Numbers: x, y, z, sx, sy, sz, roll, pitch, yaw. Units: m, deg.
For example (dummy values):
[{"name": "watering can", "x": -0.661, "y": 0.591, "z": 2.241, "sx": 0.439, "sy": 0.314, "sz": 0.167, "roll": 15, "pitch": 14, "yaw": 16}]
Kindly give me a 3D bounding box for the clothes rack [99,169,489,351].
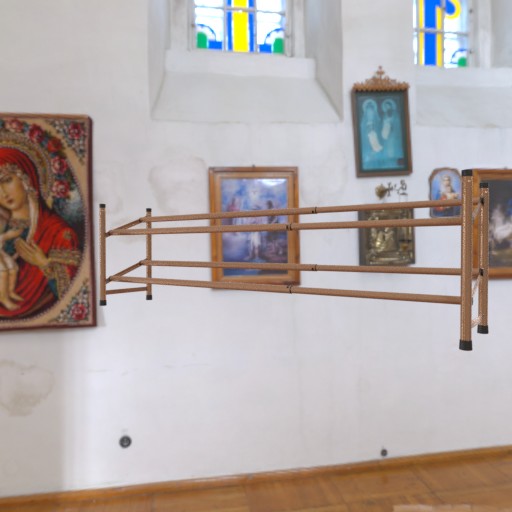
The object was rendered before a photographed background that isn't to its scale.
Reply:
[{"name": "clothes rack", "x": 0.000, "y": 0.000, "z": 1.273, "sx": 1.168, "sy": 0.349, "sz": 0.229, "roll": 1, "pitch": 1, "yaw": 35}]
